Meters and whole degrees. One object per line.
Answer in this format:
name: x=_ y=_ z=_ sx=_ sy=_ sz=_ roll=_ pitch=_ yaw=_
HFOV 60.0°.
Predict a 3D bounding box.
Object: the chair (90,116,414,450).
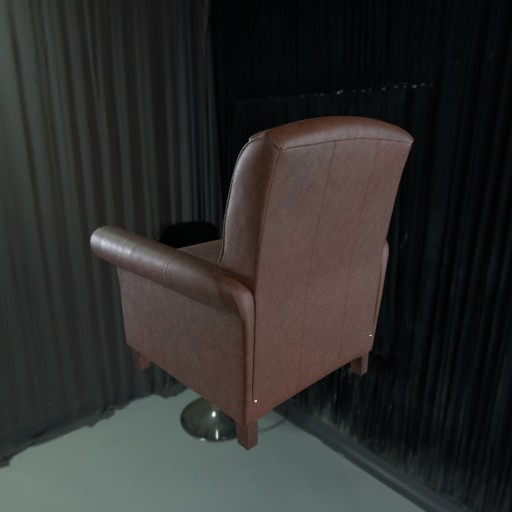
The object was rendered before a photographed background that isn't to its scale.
chair: x=0.000 y=0.000 z=1.783 sx=0.978 sy=1.061 sz=0.902 roll=-15 pitch=22 yaw=-42
